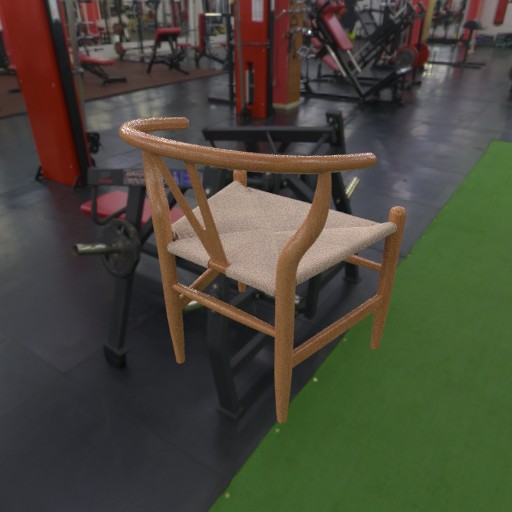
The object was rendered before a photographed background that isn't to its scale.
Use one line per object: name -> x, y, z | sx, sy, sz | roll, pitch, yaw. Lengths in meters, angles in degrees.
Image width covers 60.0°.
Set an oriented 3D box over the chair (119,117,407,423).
chair -> 0.000, 0.000, 1.153 | 0.569, 0.730, 0.579 | 20, 36, 31
